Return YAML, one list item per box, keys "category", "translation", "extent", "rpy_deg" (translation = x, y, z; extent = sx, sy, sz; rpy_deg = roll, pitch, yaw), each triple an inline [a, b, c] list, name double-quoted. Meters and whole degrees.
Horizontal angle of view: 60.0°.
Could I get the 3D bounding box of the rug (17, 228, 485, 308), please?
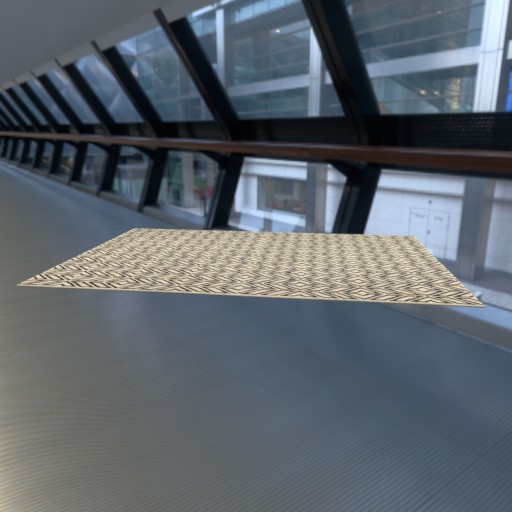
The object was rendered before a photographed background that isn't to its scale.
- category: "rug"
  translation: [0.000, 0.000, 2.294]
  extent: [1.828, 0.007, 1.220]
  rpy_deg: [2, 15, 7]
